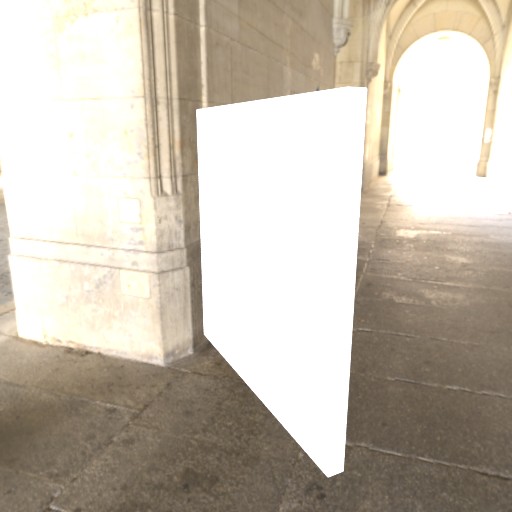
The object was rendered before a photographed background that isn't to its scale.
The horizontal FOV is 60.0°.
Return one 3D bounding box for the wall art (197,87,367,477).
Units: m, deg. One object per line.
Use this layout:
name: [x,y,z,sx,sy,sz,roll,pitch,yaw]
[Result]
wall art: [0.000,0.000,1.158,0.040,0.762,0.762,-7,17,-25]
